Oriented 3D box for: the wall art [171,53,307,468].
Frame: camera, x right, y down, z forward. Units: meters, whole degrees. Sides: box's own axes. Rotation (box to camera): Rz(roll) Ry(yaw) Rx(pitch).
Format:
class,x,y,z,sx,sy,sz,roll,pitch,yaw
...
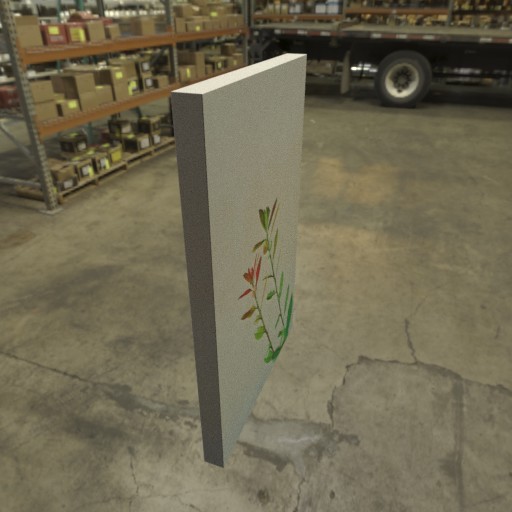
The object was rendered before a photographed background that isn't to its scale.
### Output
class,x,y,z,sx,sy,sz,roll,pitch,yaw
wall art,0.000,0.000,0.777,0.038,0.611,0.408,11,32,18
